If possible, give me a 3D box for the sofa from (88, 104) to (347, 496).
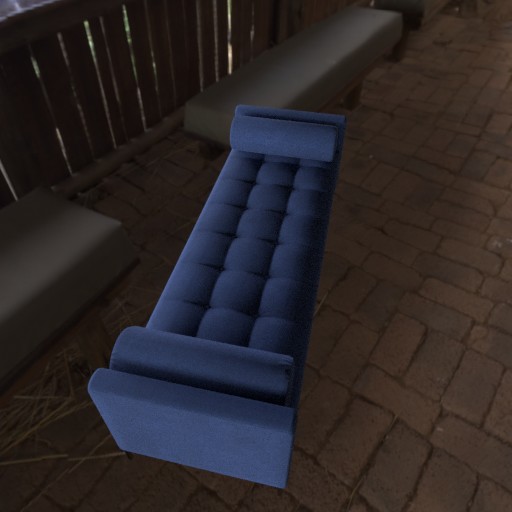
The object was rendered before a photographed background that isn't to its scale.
[{"bbox_3d":[0.000,0.000,2.258,0.686,0.635,1.981,9,46,9],"label":"sofa"}]
